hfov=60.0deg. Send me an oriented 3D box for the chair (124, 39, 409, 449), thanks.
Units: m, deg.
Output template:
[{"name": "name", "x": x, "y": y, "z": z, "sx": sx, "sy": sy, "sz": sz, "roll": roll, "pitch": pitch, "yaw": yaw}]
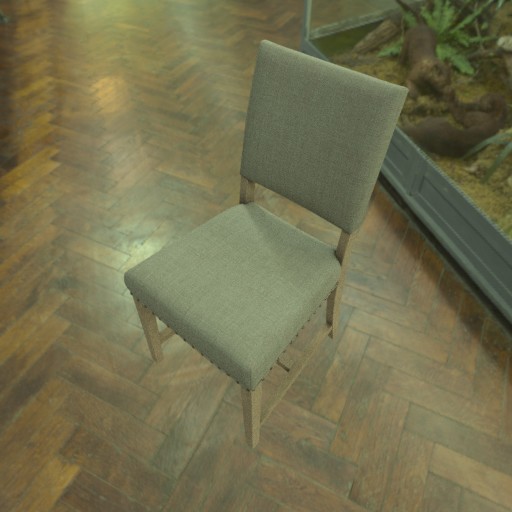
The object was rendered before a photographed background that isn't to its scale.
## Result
[{"name": "chair", "x": 0.000, "y": 0.000, "z": 1.330, "sx": 0.508, "sy": 0.986, "sz": 0.622, "roll": 32, "pitch": 55, "yaw": 27}]
